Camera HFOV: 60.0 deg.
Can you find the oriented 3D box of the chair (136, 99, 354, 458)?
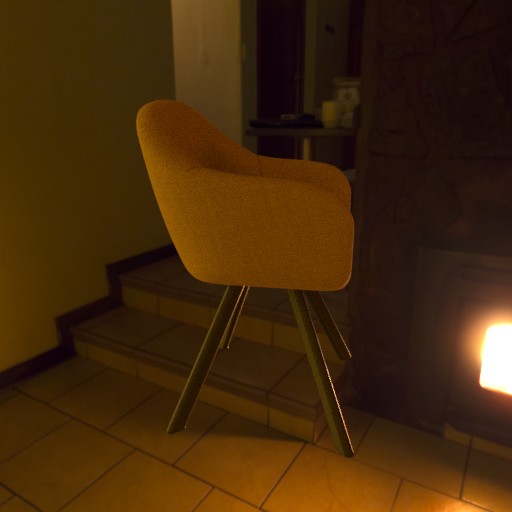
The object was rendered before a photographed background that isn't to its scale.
[{"bbox_3d":[0.000,0.000,1.187,0.550,0.795,0.590,3,16,11],"label":"chair"}]
